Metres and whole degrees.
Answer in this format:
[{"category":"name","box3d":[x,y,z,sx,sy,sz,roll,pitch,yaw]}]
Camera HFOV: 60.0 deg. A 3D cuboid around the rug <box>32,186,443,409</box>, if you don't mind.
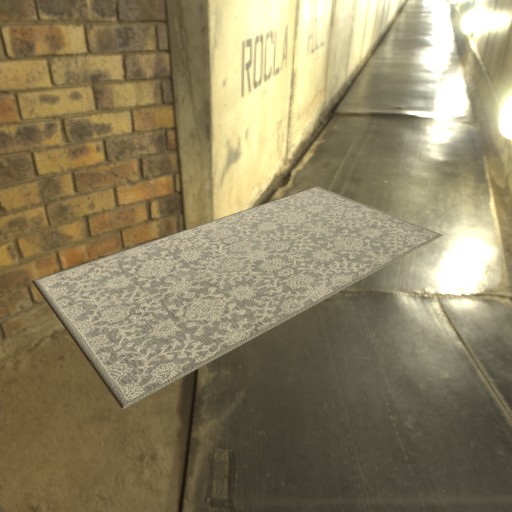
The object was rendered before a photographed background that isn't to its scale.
[{"category":"rug","box3d":[0.000,0.000,3.619,3.048,0.011,1.546,-22,37,-33]}]
